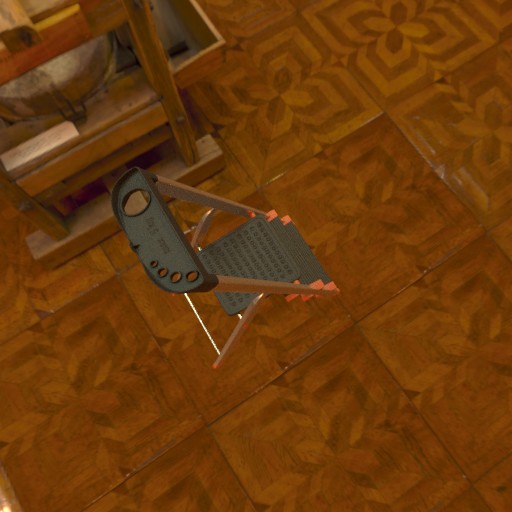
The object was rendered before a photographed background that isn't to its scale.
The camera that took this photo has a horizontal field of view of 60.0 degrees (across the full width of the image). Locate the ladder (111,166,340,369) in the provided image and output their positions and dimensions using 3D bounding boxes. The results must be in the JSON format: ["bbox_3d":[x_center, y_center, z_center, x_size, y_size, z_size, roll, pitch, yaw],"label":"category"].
[{"bbox_3d":[0.000,0.000,1.508,0.686,1.229,0.416,-30,76,-8],"label":"ladder"}]
